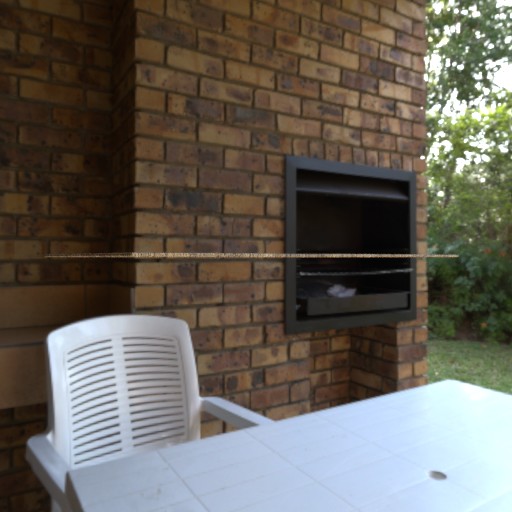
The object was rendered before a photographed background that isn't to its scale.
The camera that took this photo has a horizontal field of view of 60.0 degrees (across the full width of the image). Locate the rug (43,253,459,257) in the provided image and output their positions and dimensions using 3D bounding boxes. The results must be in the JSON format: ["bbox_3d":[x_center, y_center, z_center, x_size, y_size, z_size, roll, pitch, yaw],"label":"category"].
[{"bbox_3d":[0.000,0.000,2.351,1.846,0.014,1.243,0,0,-37],"label":"rug"}]
